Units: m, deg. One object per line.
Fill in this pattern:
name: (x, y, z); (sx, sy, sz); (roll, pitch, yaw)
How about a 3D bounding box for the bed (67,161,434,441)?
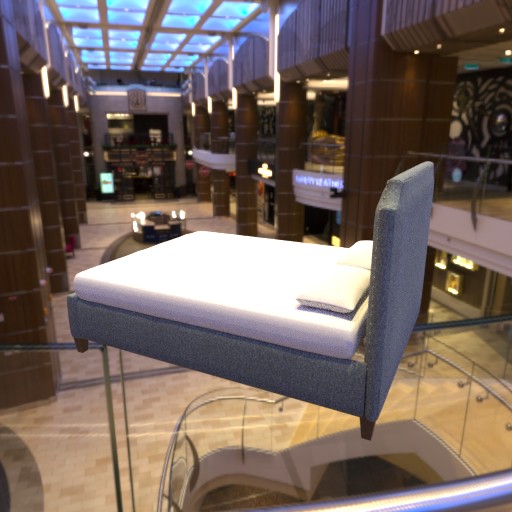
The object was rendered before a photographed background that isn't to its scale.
bed: (0.000, 0.000, 3.464); (2.372, 1.443, 1.712); (8, 18, 26)
